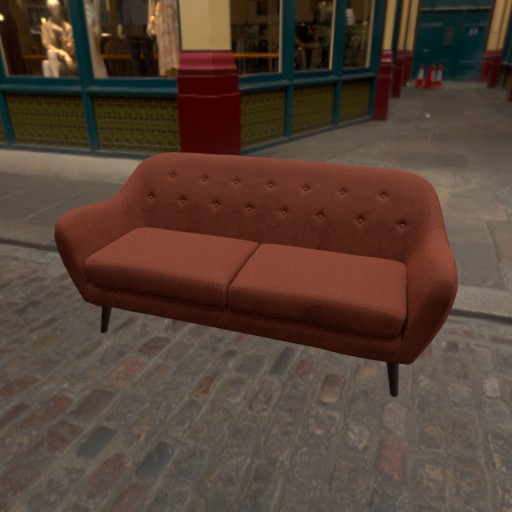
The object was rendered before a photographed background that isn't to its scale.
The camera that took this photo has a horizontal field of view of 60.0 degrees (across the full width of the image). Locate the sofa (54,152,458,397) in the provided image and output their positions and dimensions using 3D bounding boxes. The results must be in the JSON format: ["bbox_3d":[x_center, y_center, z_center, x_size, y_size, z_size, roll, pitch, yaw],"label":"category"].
[{"bbox_3d":[0.000,0.000,2.285,1.840,0.836,0.820,8,27,16],"label":"sofa"}]
